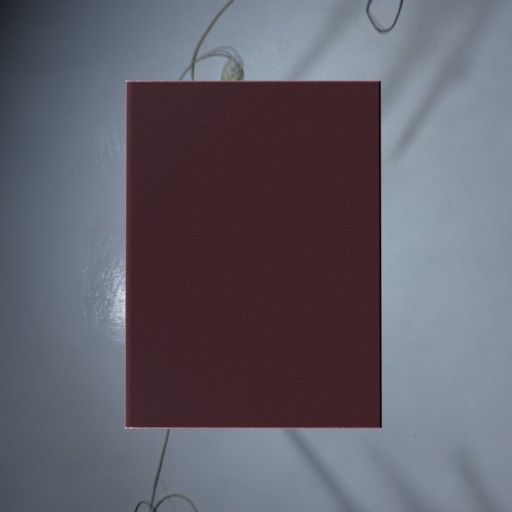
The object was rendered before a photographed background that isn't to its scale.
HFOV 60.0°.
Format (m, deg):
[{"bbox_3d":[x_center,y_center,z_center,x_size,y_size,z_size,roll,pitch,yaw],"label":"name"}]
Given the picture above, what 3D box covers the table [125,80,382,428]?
[{"bbox_3d":[0.000,0.000,1.105,0.451,0.686,0.599,0,89,0],"label":"table"}]
